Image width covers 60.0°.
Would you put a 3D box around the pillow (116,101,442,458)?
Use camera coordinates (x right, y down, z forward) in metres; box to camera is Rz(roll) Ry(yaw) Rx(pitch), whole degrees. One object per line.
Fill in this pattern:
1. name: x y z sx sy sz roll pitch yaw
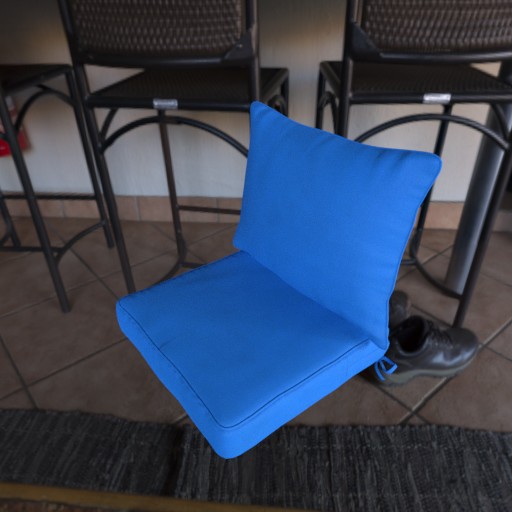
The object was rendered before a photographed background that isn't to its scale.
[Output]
1. pillow: 0.000 0.000 1.372 0.733 0.725 0.798 -23 39 -31
